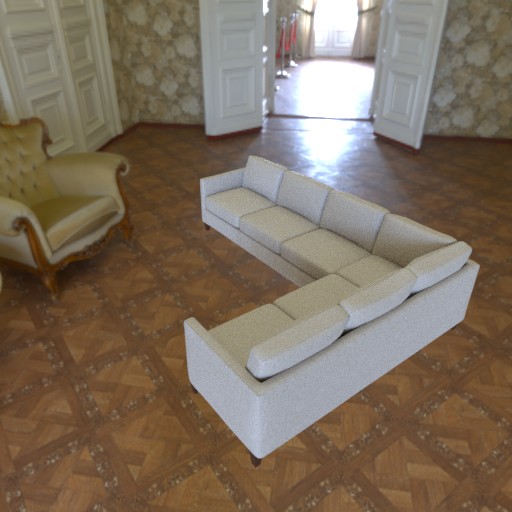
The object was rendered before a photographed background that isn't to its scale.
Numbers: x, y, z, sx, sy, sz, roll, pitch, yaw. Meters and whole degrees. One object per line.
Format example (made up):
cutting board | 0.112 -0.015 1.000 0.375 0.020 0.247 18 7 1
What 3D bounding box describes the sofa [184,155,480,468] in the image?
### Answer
sofa | 0.000 0.000 4.506 2.522 0.934 3.333 -21 37 -31
